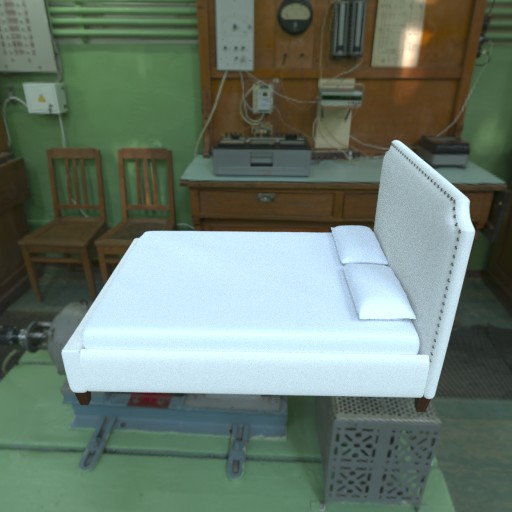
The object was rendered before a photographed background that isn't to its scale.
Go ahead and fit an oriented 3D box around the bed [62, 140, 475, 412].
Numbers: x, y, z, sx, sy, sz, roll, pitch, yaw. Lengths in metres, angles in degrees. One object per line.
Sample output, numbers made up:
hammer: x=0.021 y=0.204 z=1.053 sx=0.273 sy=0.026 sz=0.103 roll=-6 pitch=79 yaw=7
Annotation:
bed: x=0.000 y=0.000 z=3.330 sx=2.372 sy=1.443 sz=1.712 roll=1 pitch=27 yaw=1
